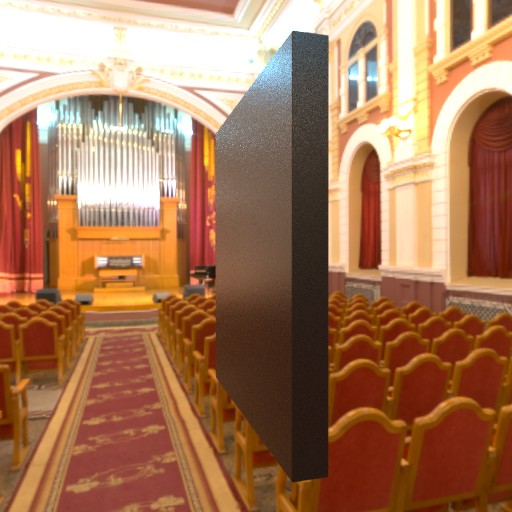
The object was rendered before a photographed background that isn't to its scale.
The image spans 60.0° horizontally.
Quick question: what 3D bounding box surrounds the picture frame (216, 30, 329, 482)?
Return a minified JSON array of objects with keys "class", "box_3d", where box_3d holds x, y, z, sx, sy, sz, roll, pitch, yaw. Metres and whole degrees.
[{"class":"picture frame","box_3d":[0.000,0.000,0.532,0.034,0.378,0.328,0,0,-16]}]
